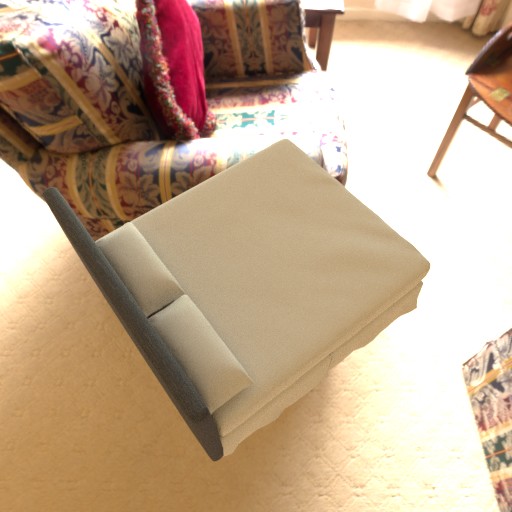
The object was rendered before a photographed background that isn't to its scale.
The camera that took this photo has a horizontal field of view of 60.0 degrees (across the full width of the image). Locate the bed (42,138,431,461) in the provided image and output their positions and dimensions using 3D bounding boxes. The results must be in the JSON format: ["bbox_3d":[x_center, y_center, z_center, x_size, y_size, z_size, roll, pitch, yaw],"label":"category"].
[{"bbox_3d":[0.000,0.000,3.349,2.142,1.330,1.884,-33,63,-19],"label":"bed"}]
